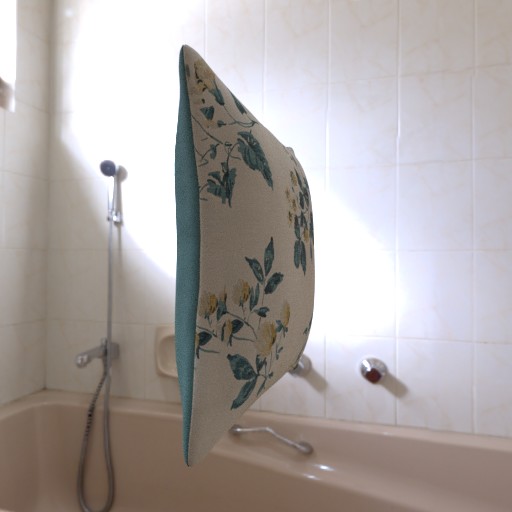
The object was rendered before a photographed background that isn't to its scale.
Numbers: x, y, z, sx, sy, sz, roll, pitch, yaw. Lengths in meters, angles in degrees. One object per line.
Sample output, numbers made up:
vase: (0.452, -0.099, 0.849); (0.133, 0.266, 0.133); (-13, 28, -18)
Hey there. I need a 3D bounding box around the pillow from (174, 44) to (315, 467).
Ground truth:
pillow: (0.000, 0.000, 0.773); (0.166, 0.507, 0.526); (0, -1, 19)
